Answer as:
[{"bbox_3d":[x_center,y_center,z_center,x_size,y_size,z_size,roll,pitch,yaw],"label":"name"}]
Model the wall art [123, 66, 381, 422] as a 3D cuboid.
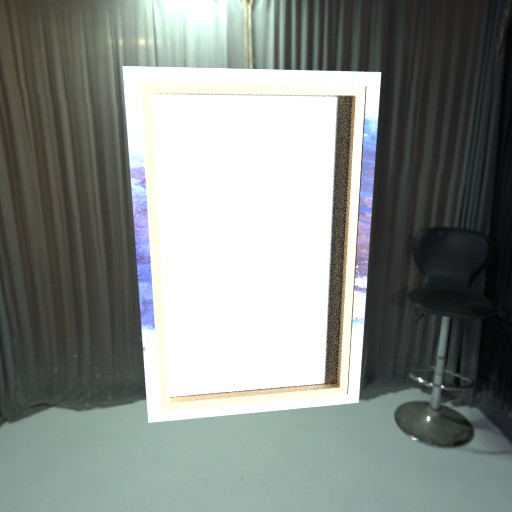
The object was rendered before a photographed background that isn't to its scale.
[{"bbox_3d":[0.000,0.000,1.125,0.583,0.874,0.048,-2,15,-9],"label":"wall art"}]
